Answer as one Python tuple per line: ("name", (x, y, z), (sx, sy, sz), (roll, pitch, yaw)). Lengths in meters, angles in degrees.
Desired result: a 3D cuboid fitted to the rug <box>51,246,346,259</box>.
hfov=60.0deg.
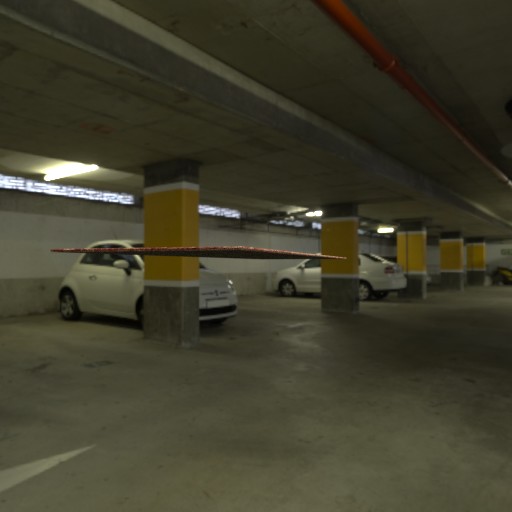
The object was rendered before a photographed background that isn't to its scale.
("rug", (0.000, 0.000, 2.638), (0.750, 0.011, 2.435), (0, -1, 19))
